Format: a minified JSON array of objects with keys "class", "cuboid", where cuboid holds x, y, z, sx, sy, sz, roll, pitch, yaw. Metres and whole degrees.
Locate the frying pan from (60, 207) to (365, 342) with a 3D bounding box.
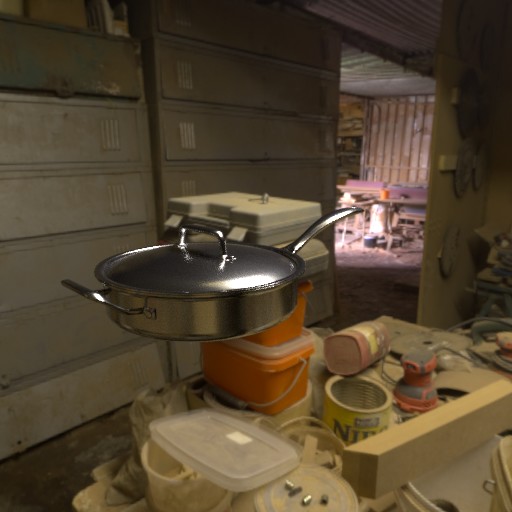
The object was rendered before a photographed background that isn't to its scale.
[{"class":"frying pan","cuboid":[0.000,0.000,0.675,0.561,0.114,0.280,-13,18,-43]}]
